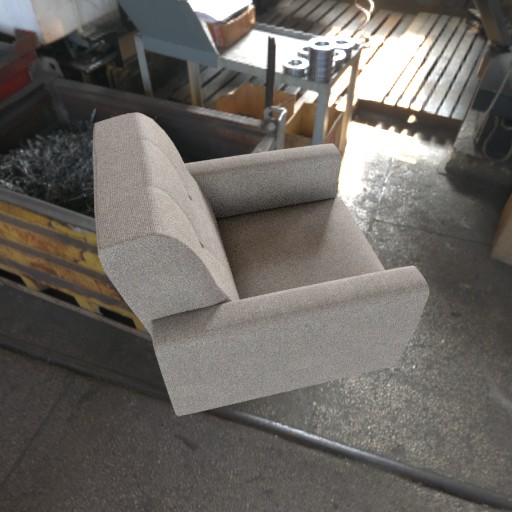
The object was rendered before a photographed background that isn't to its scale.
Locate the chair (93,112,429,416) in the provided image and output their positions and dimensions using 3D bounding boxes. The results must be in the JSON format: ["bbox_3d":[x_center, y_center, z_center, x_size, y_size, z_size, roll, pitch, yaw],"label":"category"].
[{"bbox_3d":[0.000,0.000,1.651,0.942,0.968,0.845,-11,49,-10],"label":"chair"}]
